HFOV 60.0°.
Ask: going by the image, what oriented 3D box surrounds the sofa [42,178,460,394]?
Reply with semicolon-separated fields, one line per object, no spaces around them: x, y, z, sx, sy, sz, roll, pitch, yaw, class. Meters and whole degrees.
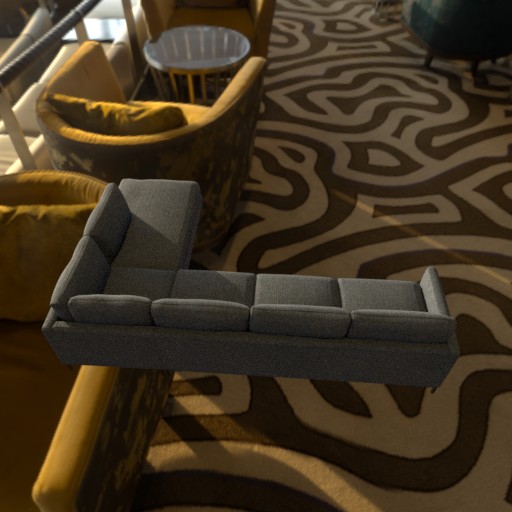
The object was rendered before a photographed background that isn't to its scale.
0.000;0.000;3.856;2.949;0.815;2.007;3;47;3;sofa
